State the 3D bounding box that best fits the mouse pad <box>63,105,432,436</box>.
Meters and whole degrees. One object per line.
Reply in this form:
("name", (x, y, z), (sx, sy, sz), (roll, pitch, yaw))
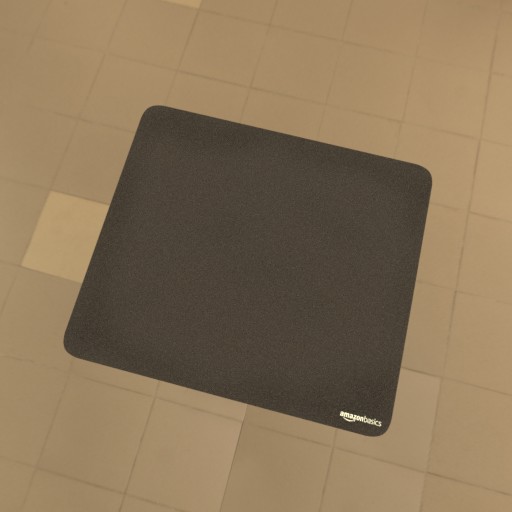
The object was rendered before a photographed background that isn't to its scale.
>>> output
("mouse pad", (0.000, 0.000, 0.630), (0.451, 0.002, 0.393), (14, 77, 3))
